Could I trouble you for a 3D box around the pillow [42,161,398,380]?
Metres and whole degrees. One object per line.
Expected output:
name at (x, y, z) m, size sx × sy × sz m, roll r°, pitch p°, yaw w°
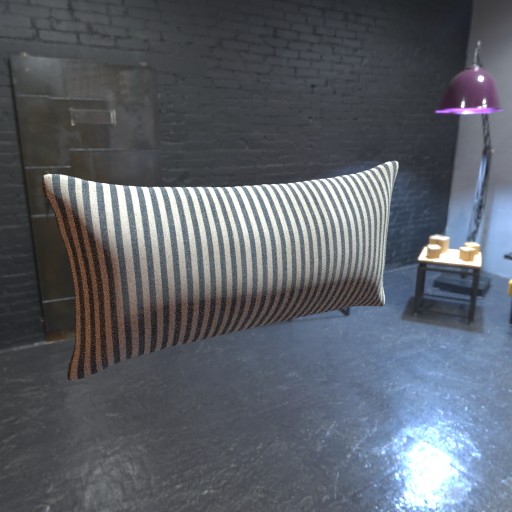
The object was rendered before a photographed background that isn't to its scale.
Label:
pillow at (0.000, 0.000, 0.739) m, size 0.617 × 0.295 × 0.151 m, roll -8°, pitch 17°, yaw -28°
